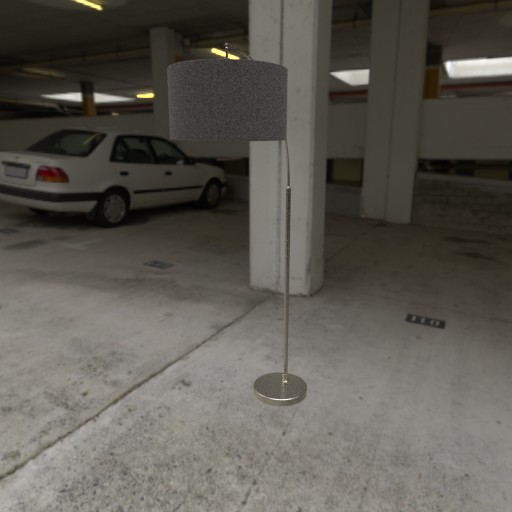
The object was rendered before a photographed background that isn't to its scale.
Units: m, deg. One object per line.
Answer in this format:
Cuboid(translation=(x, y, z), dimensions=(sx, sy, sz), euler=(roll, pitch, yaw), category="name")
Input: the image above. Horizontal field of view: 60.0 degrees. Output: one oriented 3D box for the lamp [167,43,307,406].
Cuboid(translation=(0.000, 0.000, 2.068), dimensions=(0.452, 1.735, 0.934), euler=(7, 15, 25), category="lamp")
